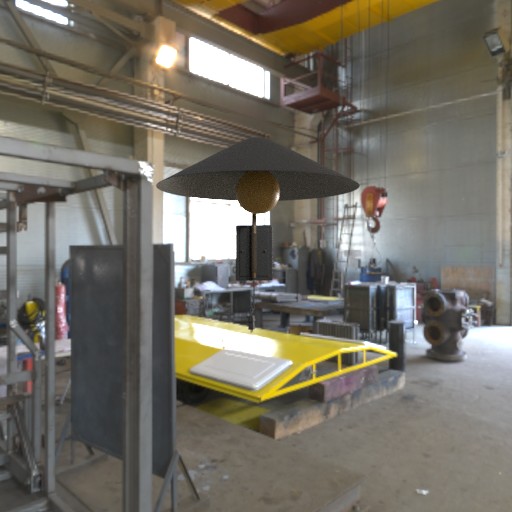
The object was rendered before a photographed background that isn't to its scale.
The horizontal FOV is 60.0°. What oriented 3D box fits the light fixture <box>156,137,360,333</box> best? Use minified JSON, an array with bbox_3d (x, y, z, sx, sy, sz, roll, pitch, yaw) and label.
[{"bbox_3d":[0.000,0.000,0.674,0.240,0.312,0.516,0,0,-1],"label":"light fixture"}]
